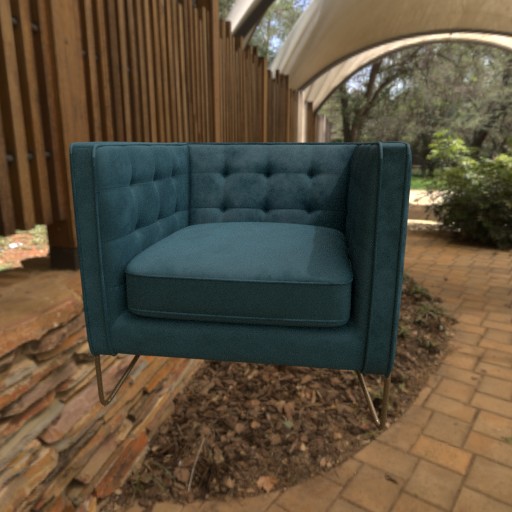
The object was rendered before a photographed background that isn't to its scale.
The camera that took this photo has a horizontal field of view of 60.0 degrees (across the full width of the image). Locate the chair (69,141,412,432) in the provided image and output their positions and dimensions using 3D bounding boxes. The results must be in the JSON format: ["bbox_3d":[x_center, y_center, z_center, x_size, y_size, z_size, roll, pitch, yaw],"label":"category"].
[{"bbox_3d":[0.000,0.000,1.576,0.880,0.790,0.894,2,14,8],"label":"chair"}]
